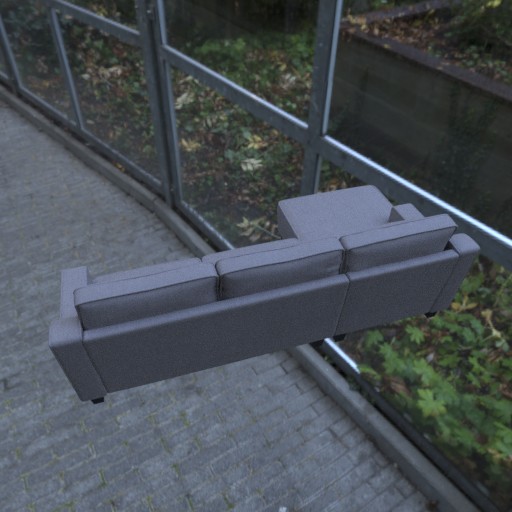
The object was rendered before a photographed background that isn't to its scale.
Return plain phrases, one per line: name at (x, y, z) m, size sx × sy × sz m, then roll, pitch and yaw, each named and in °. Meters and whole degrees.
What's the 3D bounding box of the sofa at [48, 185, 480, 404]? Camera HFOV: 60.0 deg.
sofa at (0.000, 0.000, 3.130) m, size 2.561 × 0.928 × 1.294 m, roll -12°, pitch 43°, yaw -13°
